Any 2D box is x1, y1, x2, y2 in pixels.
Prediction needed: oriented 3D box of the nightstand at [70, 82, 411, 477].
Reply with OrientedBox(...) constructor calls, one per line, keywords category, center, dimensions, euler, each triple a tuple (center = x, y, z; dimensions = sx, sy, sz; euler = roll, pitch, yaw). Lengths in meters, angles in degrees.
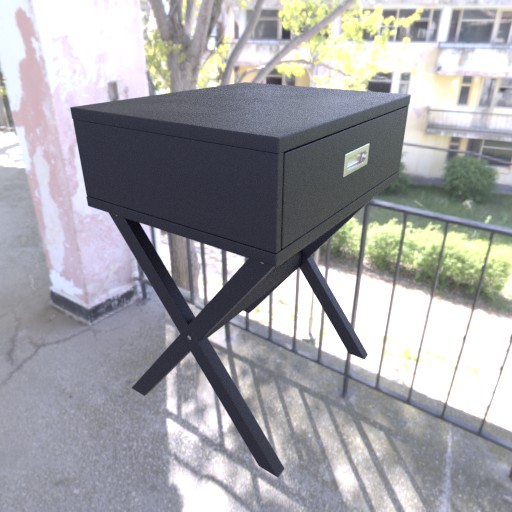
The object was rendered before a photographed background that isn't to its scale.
OrientedBox(category="nightstand", center=(0.000, 0.000, 0.931), dimensions=(0.402, 0.623, 0.479), euler=(18, 32, 31))
